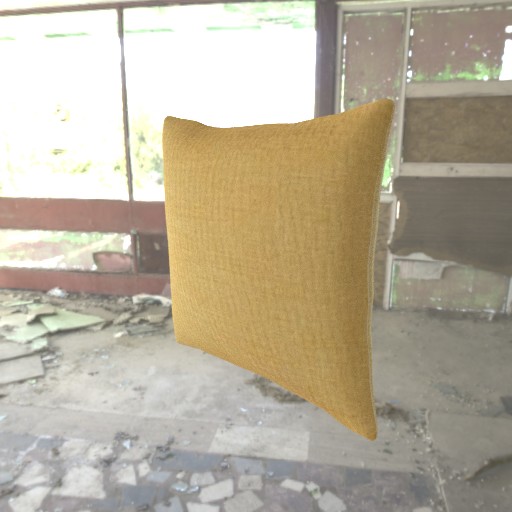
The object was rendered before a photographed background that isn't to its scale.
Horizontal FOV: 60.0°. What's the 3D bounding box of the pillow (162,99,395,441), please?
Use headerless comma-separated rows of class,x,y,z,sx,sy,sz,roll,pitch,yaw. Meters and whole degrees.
pillow,0.000,0.000,0.644,0.419,0.407,0.173,13,19,43
